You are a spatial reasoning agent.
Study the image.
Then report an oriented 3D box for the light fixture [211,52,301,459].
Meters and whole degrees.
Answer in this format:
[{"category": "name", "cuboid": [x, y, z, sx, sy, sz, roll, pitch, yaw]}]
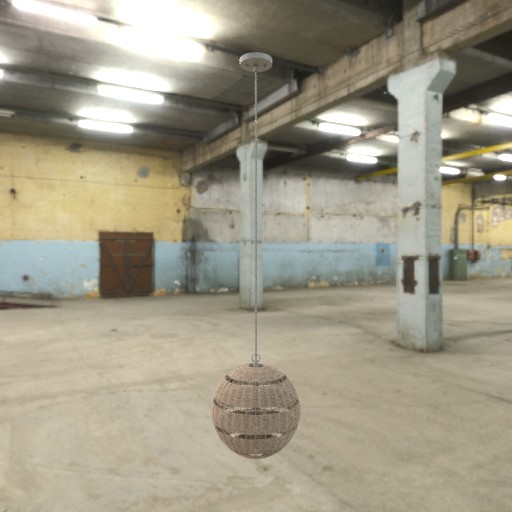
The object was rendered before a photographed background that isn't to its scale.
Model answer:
[{"category": "light fixture", "cuboid": [0.000, 0.000, 2.275, 0.457, 2.019, 0.457, 0, 0, 0]}]
